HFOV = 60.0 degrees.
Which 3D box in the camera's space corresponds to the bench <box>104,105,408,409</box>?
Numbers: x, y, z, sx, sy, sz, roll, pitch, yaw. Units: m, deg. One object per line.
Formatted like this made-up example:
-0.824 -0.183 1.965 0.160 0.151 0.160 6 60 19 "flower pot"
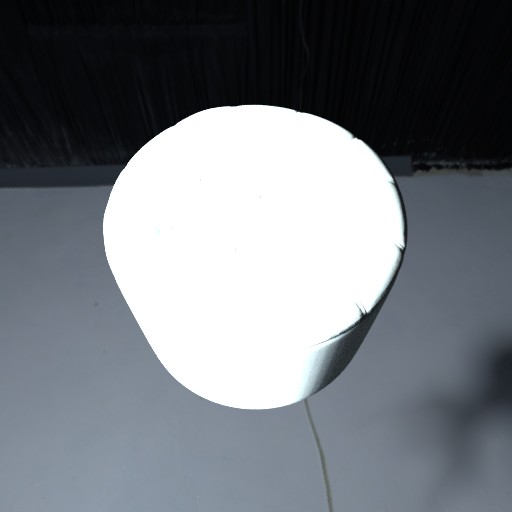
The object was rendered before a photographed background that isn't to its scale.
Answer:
0.000 0.000 1.029 0.600 0.453 0.600 0 58 0 "bench"
